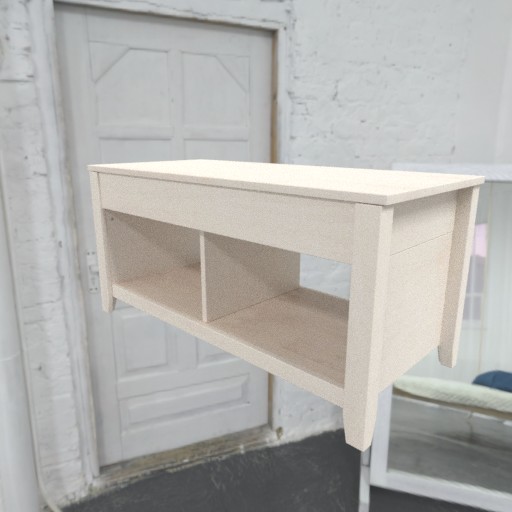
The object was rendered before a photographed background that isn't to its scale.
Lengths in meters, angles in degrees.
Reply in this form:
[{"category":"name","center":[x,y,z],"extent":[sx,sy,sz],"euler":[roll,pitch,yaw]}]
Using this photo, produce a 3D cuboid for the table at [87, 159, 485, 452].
[{"category":"table","center":[0.000,0.000,1.259],"extent":[1.016,0.483,0.457],"euler":[14,21,42]}]
